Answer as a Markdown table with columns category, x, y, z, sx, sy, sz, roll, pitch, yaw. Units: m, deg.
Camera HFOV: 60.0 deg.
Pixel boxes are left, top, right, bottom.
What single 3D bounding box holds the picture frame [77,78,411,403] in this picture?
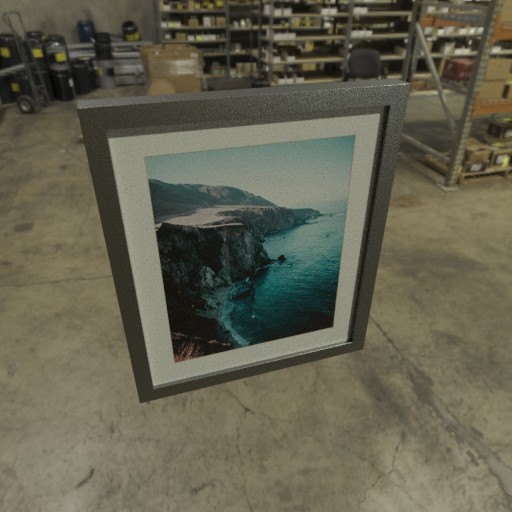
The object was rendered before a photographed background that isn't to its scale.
| category | x | y | z | sx | sy | sz | roll | pitch | yaw |
| --- | --- | --- | --- | --- | --- | --- | --- | --- | --- |
| picture frame | 0.000 | 0.000 | 1.358 | 0.839 | 0.968 | 0.073 | -10 | 34 | -15 |
